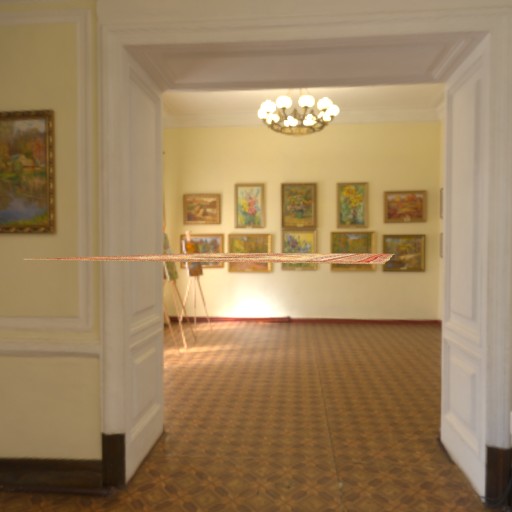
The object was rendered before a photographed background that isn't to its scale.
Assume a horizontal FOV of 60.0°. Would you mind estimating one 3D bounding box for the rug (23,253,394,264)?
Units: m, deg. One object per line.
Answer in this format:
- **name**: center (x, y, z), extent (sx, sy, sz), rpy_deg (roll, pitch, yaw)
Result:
- **rug**: center (0.000, 0.000, 4.192), extent (2.460, 0.005, 3.067), rpy_deg (0, 1, 18)
